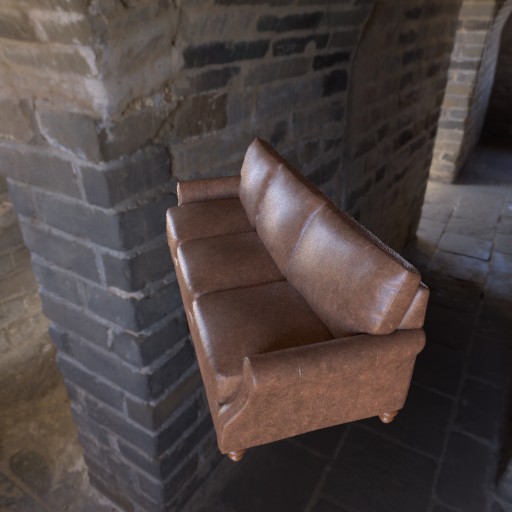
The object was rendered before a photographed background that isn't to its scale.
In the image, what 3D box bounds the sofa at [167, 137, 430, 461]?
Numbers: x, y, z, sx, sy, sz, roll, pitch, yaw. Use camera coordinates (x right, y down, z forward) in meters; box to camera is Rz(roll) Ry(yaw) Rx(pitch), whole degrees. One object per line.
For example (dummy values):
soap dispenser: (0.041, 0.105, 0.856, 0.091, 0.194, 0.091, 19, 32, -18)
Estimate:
sofa: (0.000, 0.000, 2.841, 0.973, 0.977, 2.351, -8, 30, -14)
